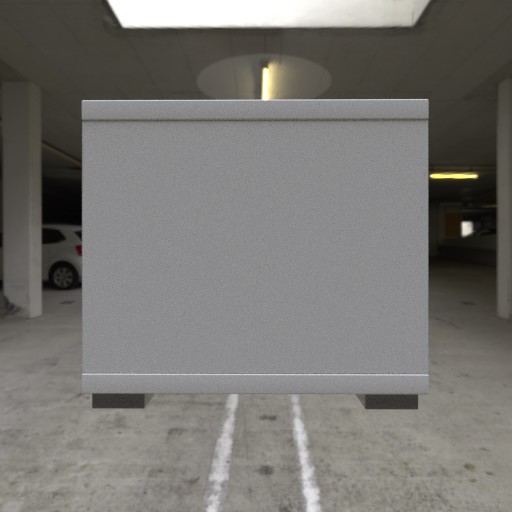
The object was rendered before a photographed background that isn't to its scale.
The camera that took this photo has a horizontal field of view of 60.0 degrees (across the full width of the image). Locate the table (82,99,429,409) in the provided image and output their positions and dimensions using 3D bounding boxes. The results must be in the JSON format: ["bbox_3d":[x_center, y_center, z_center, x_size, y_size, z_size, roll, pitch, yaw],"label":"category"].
[{"bbox_3d":[0.000,0.000,0.765,0.399,0.357,0.517,0,0,1],"label":"table"}]
